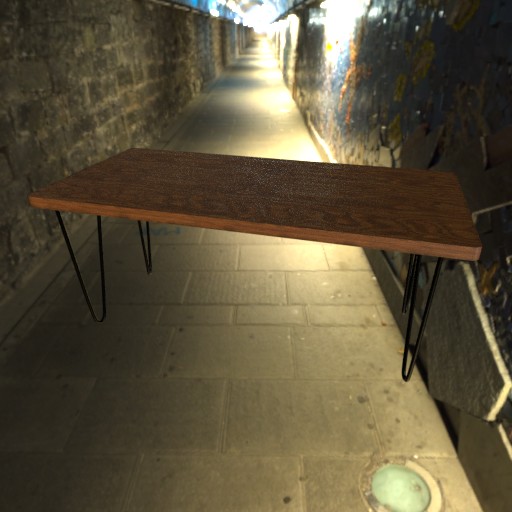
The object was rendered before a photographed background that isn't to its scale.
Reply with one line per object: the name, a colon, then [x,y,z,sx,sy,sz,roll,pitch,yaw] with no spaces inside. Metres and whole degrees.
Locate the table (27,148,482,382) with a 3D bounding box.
table: [0.000,0.000,2.207,1.791,0.753,0.883,8,28,14]
